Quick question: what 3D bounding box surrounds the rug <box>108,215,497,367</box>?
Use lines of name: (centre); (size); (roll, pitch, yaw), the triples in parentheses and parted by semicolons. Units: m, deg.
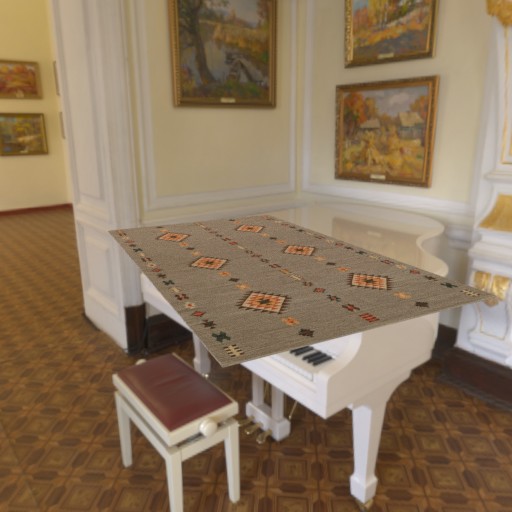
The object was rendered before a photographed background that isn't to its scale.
rug: (0.000, 0.000, 2.962); (1.515, 0.007, 2.427); (-8, 18, -26)
